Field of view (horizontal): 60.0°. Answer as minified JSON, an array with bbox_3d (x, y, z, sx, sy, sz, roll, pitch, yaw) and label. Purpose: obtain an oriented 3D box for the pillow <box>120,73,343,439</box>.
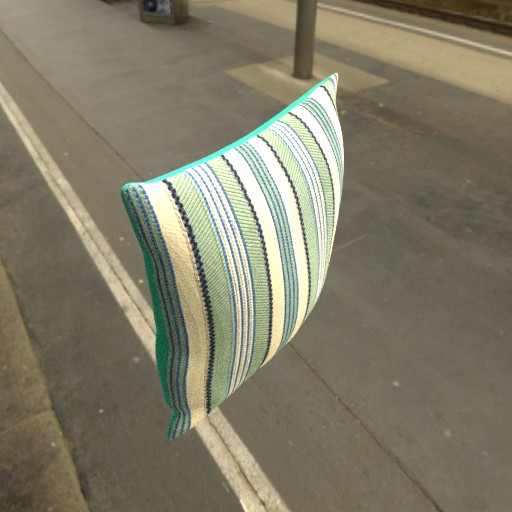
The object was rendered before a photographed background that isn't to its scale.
[{"bbox_3d":[0.000,0.000,0.670,0.182,0.441,0.440,24,45,26],"label":"pillow"}]
